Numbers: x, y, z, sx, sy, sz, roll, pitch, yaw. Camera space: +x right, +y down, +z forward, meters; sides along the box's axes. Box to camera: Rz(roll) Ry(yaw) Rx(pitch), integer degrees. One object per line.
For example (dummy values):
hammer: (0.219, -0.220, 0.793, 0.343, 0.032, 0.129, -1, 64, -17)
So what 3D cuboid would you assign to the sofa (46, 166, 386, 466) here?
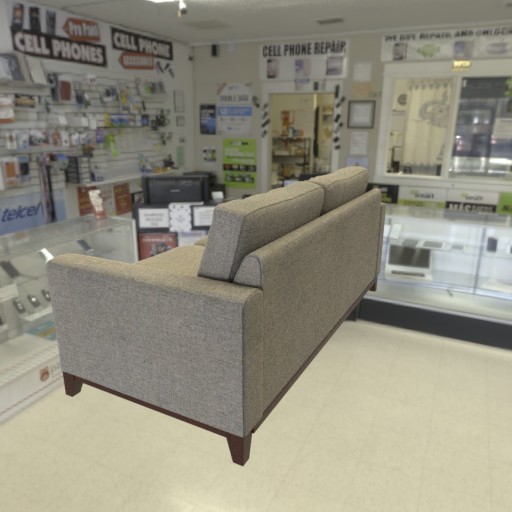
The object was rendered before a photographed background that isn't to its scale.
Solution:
sofa: (0.000, 0.000, 2.458, 0.969, 0.892, 1.978, 9, 19, 27)
